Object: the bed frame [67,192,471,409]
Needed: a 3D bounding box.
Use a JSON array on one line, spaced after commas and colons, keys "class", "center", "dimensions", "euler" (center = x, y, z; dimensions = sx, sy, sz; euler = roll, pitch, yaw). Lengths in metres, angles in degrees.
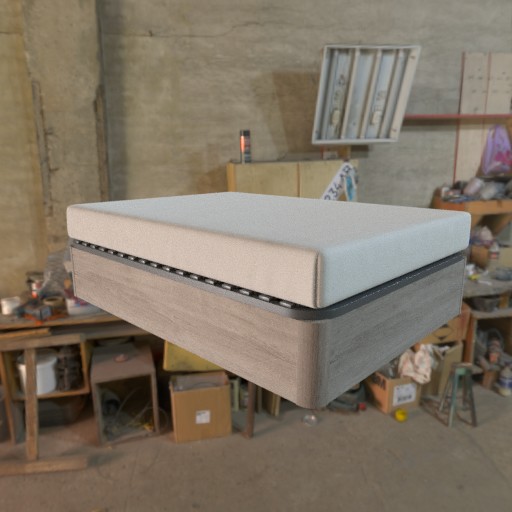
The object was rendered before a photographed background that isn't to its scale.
[{"class": "bed frame", "center": [0.000, 0.000, 2.573], "dimensions": [1.900, 0.561, 1.400], "euler": [12, 18, 43]}]
